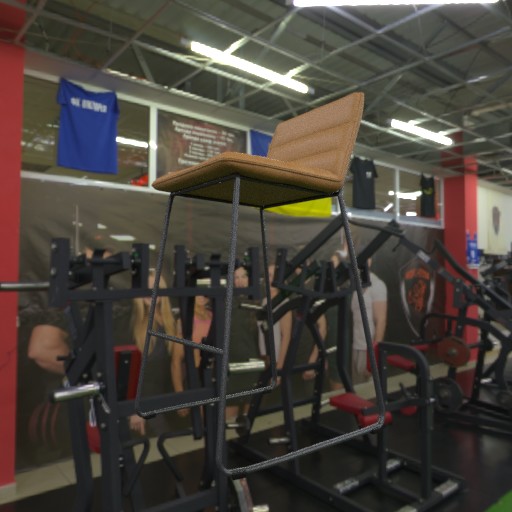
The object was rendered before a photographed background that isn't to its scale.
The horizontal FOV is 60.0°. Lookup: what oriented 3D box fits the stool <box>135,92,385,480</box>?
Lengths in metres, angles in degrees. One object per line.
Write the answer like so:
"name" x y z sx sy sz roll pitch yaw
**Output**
"stool" 0.000 0.000 1.242 0.524 0.936 0.489 1 -2 -37
